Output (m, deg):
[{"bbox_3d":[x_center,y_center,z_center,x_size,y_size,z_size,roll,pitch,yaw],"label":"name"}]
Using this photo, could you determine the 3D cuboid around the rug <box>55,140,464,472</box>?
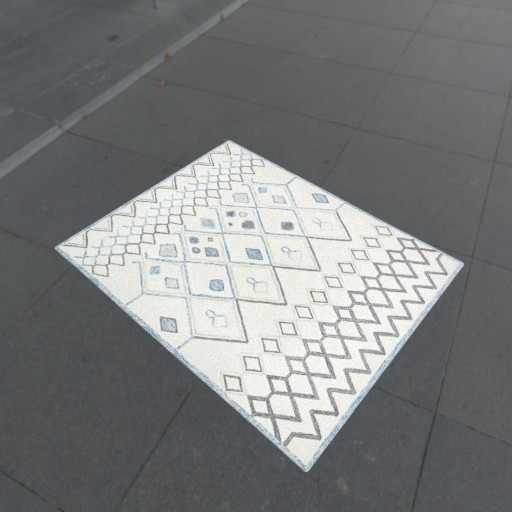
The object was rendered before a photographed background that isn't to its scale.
[{"bbox_3d":[0.000,0.000,4.215,3.056,0.013,2.441,33,56,26],"label":"rug"}]
